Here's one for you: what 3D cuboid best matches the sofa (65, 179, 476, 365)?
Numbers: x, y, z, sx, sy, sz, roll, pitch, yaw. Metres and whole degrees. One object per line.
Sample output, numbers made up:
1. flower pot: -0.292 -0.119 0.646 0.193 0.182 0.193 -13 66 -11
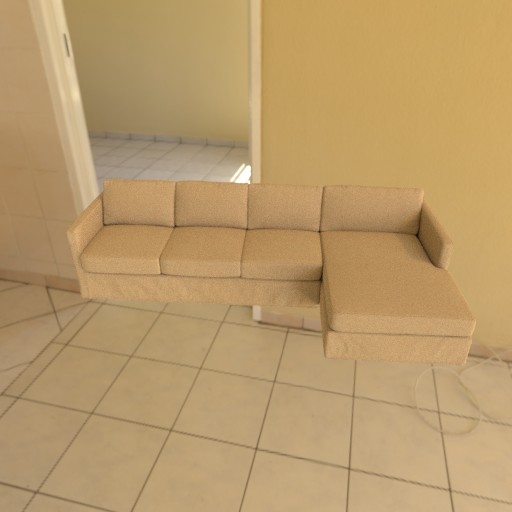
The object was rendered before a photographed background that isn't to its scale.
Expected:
1. sofa: 0.000 0.000 3.808 3.177 0.867 1.622 2 30 3
